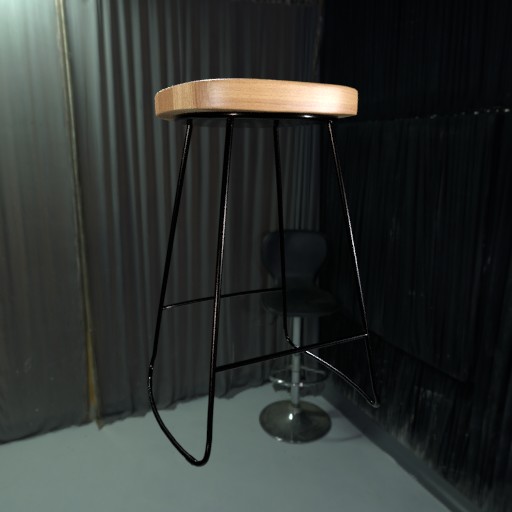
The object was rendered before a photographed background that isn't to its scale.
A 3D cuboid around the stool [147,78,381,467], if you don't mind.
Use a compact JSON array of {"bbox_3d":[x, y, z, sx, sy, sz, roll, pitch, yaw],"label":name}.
[{"bbox_3d":[0.000,0.000,0.975,0.480,0.679,0.401,-7,15,-26],"label":"stool"}]
